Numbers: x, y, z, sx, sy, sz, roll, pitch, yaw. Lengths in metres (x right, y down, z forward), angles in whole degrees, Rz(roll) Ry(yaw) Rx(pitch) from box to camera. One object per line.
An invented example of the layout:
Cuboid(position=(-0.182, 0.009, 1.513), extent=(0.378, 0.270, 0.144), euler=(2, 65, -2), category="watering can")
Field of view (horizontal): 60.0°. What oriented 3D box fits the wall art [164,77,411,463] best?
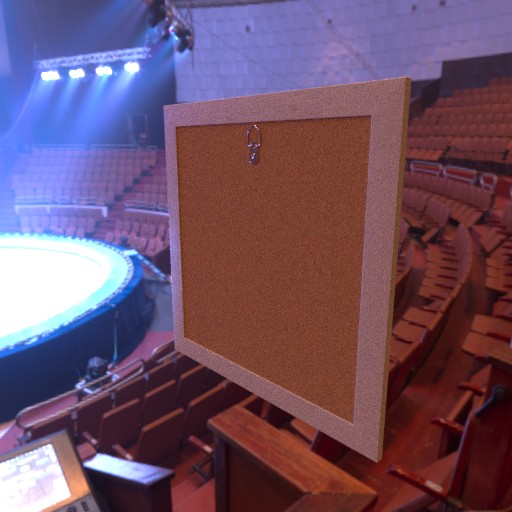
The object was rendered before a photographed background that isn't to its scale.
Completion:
Cuboid(position=(0.000, 0.000, 0.842), extent=(0.015, 0.577, 0.572), euler=(-13, 19, -42), category="wall art")
